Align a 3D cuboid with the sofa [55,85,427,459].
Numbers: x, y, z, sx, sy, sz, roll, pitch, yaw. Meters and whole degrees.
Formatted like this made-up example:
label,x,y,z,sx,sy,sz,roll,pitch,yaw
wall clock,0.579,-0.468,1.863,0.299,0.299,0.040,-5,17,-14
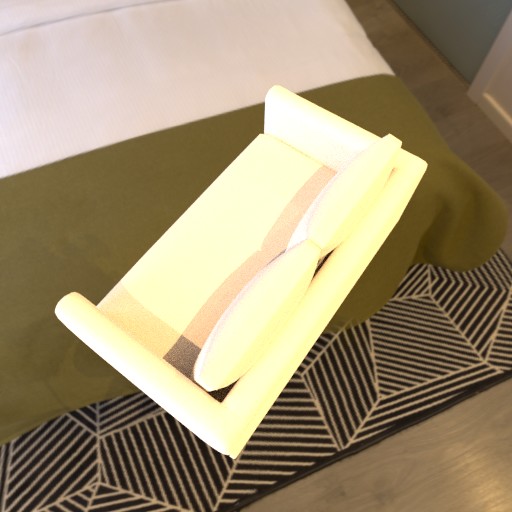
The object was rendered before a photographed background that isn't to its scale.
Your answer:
label,x,y,z,sx,sy,sz,roll,pitch,yaw
sofa,0.000,0.000,2.162,0.905,0.873,1.598,33,68,16
